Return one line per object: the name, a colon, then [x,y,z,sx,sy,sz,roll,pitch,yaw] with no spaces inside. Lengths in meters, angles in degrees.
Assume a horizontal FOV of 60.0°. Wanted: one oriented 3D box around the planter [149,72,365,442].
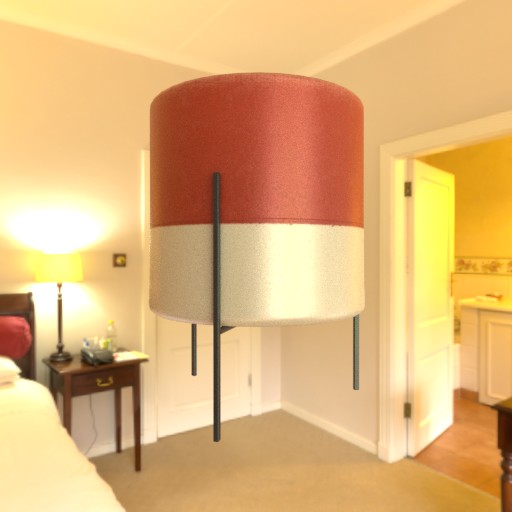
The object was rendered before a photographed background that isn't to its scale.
planter: [0.000,0.000,0.724,0.345,0.465,0.354,0,0,17]
